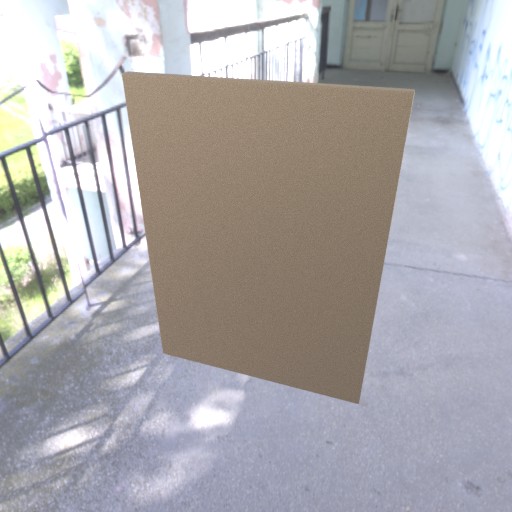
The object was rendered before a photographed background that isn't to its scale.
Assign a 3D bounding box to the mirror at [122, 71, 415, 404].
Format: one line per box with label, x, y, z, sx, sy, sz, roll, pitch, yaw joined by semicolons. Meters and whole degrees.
mirror;0.000;0.000;1.369;0.756;1.023;0.032;10;33;16
